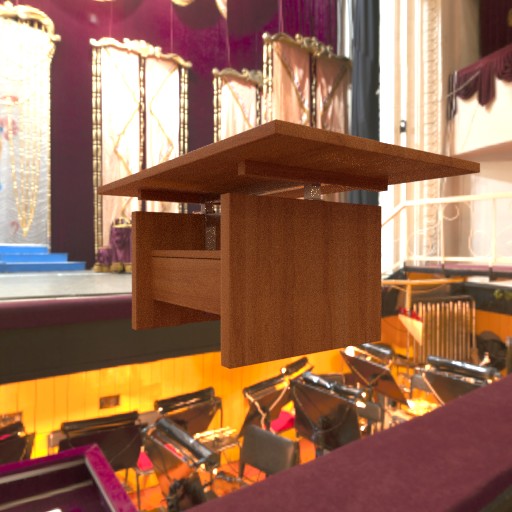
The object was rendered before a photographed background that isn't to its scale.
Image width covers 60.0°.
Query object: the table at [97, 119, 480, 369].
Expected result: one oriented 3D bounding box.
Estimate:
[{"bbox_3d":[0.000,0.000,1.443,0.700,0.510,1.100,-1,1,-36],"label":"table"}]
